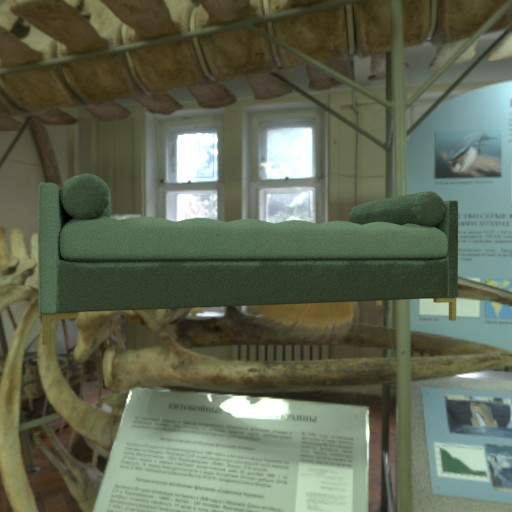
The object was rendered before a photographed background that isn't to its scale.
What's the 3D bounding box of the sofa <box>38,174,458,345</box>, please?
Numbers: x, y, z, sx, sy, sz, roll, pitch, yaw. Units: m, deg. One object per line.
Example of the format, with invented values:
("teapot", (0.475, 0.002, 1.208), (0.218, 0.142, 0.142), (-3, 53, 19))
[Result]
("sofa", (0.000, 0.000, 2.450), (2.102, 0.705, 0.796), (0, 1, -18))
